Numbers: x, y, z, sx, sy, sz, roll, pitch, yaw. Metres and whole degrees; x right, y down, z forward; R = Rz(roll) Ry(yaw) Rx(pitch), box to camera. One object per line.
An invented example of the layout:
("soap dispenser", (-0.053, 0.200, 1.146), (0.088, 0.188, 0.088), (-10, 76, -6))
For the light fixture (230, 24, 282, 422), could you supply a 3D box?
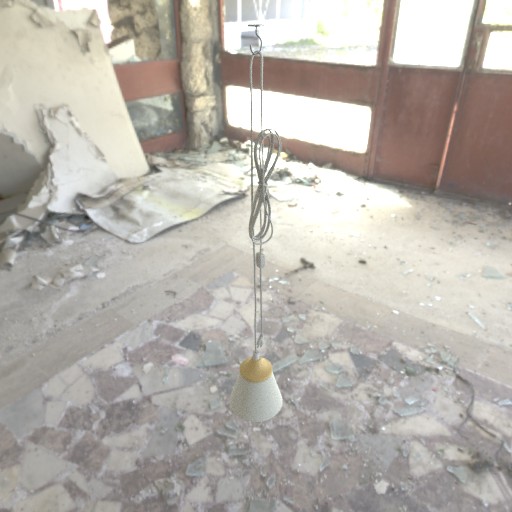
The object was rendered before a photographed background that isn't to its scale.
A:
("light fixture", (0.000, 0.000, 1.042), (0.153, 0.966, 0.153), (-8, 31, -14))
